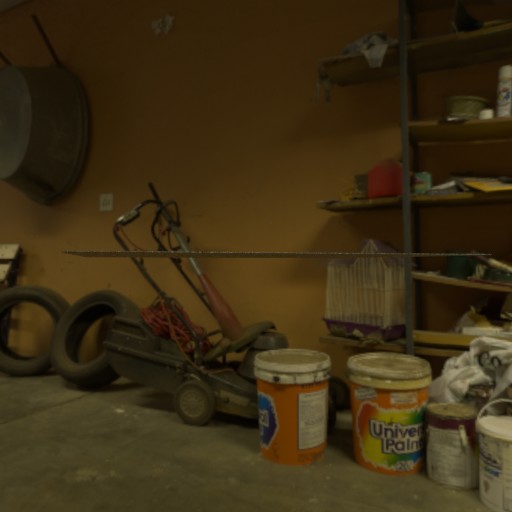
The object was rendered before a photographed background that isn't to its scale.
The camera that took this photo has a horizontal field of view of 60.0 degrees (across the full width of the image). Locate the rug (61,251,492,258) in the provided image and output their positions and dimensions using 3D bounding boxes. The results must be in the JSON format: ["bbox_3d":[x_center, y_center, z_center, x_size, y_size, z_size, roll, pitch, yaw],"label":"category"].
[{"bbox_3d":[0.000,0.000,4.236,3.200,0.007,2.443,0,-1,-17],"label":"rug"}]
